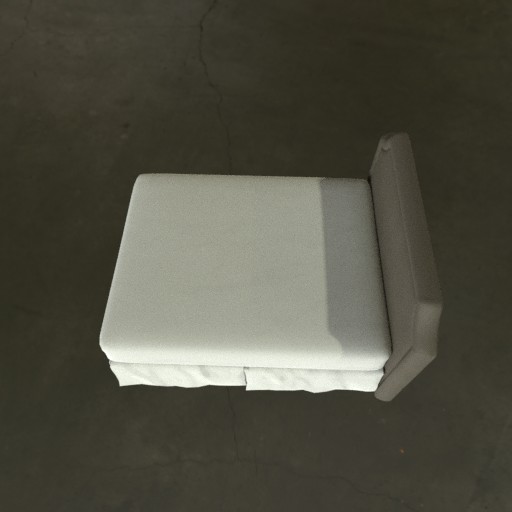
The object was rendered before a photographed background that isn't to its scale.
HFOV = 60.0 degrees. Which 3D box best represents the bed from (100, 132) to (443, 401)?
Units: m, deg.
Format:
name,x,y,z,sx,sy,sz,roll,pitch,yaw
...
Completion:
name,x,y,z,sx,sy,sz,roll,pitch,yaw
bed,0.000,0.000,3.402,2.181,1.297,1.831,2,59,1
